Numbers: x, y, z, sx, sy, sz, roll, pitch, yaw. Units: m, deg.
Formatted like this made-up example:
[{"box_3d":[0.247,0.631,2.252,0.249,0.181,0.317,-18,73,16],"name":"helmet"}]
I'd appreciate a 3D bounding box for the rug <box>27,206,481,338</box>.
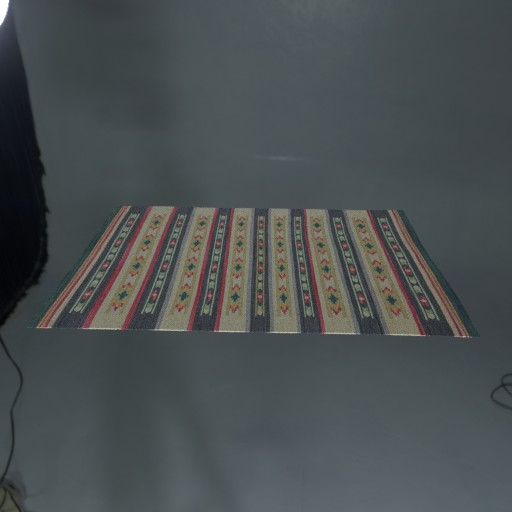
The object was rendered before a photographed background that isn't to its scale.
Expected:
[{"box_3d":[0.000,0.000,2.901,2.311,0.010,1.522,1,31,2],"name":"rug"}]
